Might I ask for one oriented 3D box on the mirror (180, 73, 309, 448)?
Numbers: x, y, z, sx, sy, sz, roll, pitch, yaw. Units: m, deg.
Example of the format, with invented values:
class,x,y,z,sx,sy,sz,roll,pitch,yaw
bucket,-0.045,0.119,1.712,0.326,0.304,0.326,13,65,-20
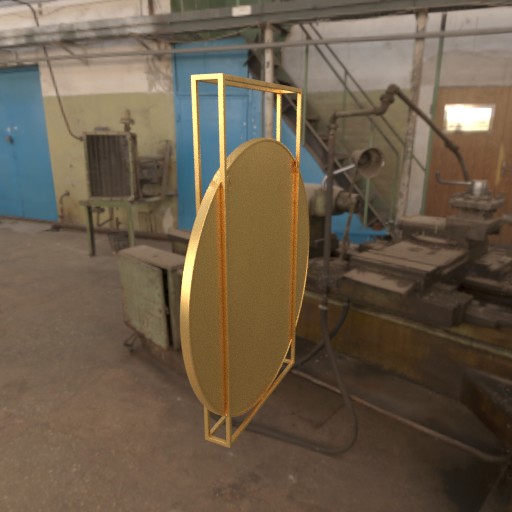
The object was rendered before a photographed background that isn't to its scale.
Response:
class,x,y,z,sx,sy,sz,roll,pitch,yaw
mirror,0.000,0.000,0.827,0.051,0.603,0.508,8,18,24
